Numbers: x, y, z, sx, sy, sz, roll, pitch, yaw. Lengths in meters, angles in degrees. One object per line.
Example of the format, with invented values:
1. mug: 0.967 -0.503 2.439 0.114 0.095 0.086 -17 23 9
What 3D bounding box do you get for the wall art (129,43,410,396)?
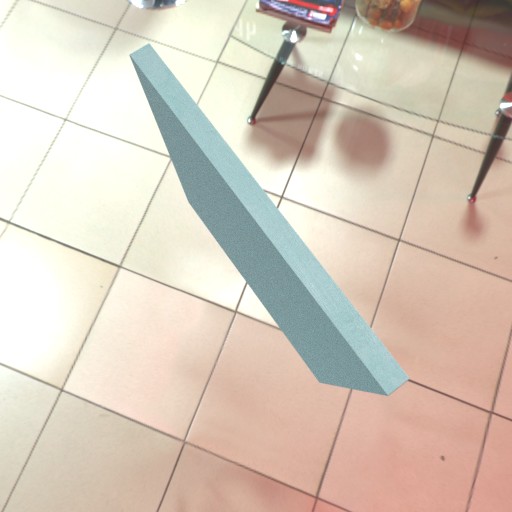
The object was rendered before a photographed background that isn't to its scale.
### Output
1. wall art: 0.000 0.000 0.897 0.036 0.603 0.603 -35 78 -8
